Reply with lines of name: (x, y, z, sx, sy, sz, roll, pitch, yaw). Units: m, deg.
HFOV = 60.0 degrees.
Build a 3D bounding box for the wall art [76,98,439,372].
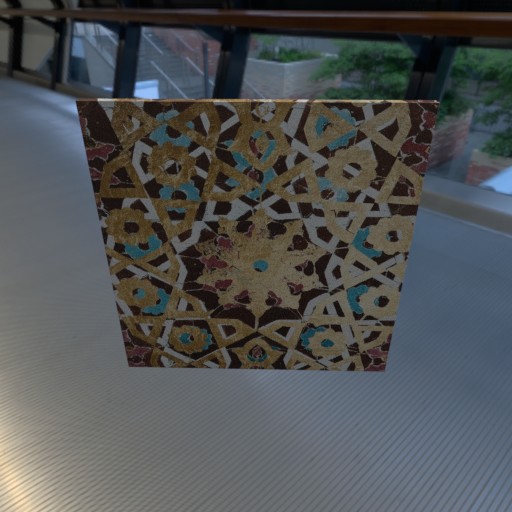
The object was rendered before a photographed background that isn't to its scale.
wall art: (0.000, 0.000, 1.127, 0.757, 0.762, 0.028, 1, 31, 1)
